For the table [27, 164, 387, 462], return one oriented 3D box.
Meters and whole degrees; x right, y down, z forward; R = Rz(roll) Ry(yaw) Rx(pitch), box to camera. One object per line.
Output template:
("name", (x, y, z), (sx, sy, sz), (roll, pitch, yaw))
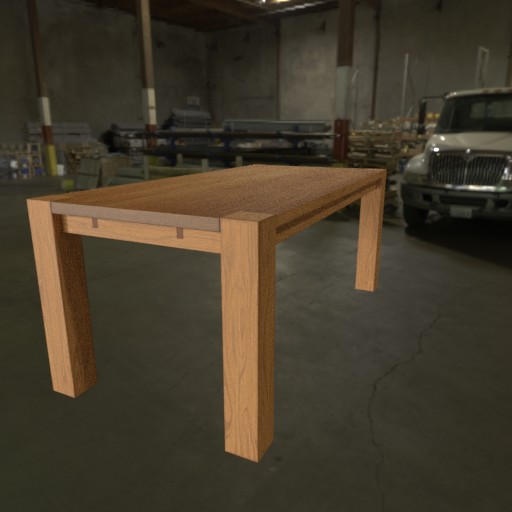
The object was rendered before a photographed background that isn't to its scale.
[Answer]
("table", (0.000, 0.000, 2.234), (0.900, 0.760, 1.800), (8, 18, 25))
